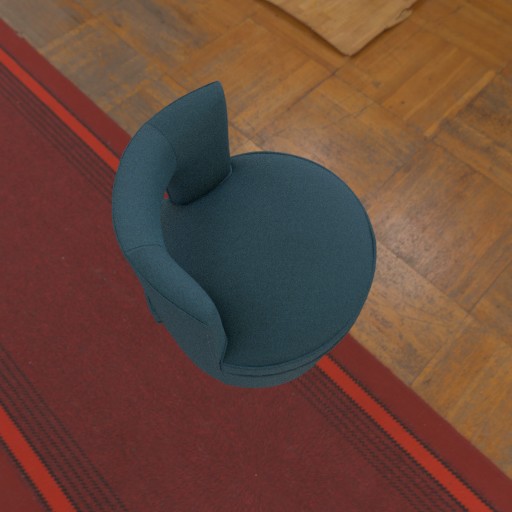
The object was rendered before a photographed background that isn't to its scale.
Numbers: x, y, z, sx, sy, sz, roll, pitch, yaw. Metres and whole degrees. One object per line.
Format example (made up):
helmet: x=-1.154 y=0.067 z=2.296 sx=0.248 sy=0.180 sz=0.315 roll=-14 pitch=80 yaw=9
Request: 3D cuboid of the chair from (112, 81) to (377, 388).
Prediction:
chair: x=0.000 y=0.000 z=1.281 sx=0.660 sy=0.711 sz=0.684 roll=0 pitch=64 yaw=0
